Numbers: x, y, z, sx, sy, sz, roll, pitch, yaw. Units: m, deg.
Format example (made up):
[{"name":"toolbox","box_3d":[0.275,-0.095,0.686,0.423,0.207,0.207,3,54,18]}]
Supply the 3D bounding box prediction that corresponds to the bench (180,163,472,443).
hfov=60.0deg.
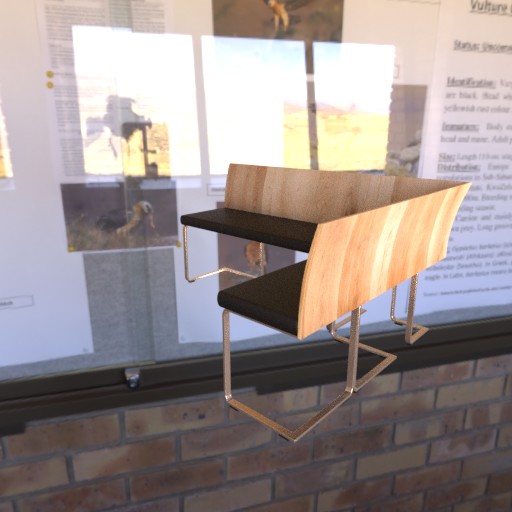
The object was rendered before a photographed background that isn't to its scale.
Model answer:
[{"name":"bench","box_3d":[0.000,0.000,2.737,1.945,0.930,1.495,15,22,40]}]
